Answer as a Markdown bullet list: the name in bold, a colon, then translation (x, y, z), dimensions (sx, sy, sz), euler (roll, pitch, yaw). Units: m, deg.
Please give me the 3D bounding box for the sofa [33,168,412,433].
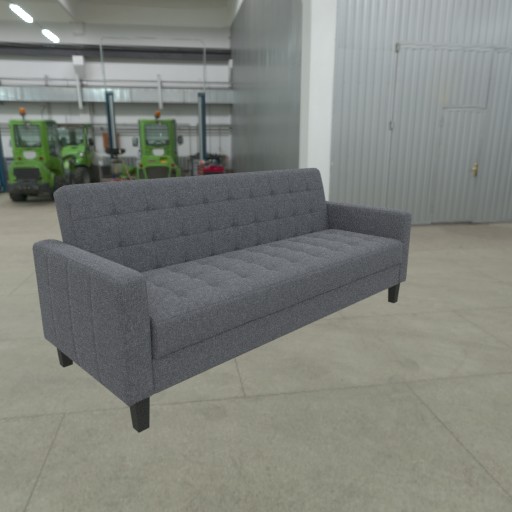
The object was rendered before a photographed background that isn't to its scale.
- **sofa**: translation (0.000, 0.000, 2.417), dimensions (2.040, 0.850, 0.810), euler (-14, 20, -43)
